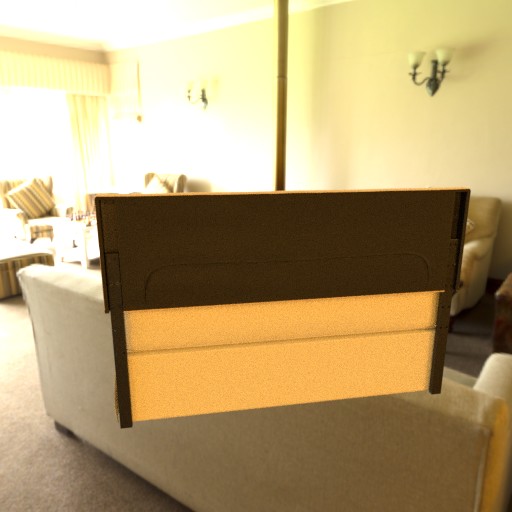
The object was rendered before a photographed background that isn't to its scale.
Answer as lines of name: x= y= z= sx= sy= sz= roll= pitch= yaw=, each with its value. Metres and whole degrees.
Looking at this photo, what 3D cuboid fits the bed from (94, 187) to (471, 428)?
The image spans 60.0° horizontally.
bed: x=0.000 y=0.000 z=2.814 sx=1.616 sy=1.016 sz=1.876 roll=-3 pitch=15 yaw=-10
